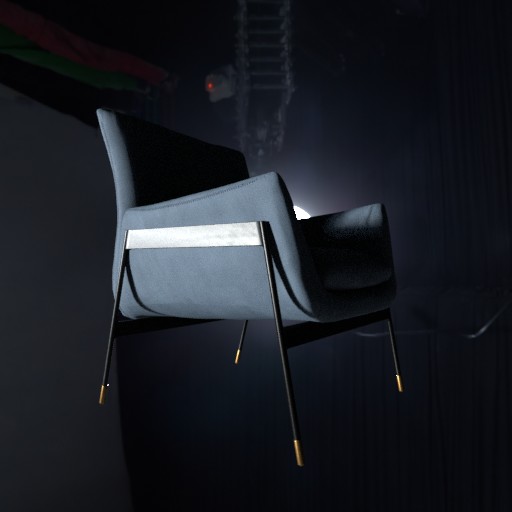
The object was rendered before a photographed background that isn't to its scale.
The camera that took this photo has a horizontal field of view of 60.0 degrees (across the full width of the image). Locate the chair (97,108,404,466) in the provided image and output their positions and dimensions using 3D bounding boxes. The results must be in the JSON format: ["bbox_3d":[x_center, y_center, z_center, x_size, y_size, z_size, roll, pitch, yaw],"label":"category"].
[{"bbox_3d":[0.000,0.000,1.355,0.709,0.858,0.678,-1,-1,36],"label":"chair"}]
